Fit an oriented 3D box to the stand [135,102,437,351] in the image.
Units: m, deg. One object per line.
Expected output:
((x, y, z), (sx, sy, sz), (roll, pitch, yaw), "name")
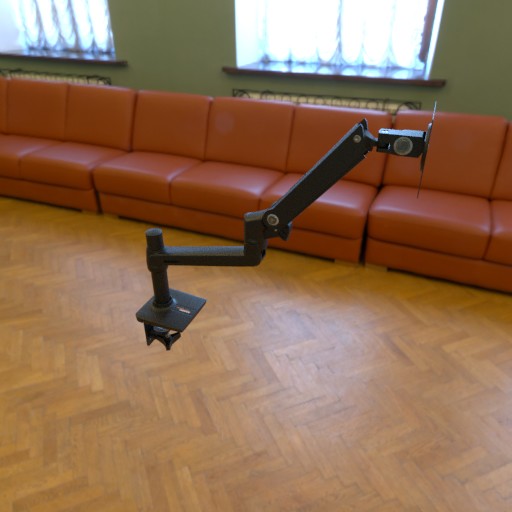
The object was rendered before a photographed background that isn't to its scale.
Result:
((0.000, 0.000, 1.030), (0.650, 0.713, 0.152), (11, 32, 18), "stand")
